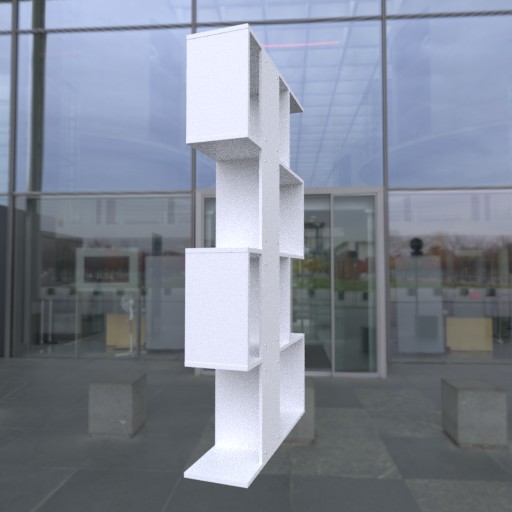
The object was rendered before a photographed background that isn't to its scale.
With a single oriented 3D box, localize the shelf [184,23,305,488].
[{"bbox_3d":[0.000,0.000,2.032,0.250,1.650,0.890,-1,-2,19],"label":"shelf"}]
